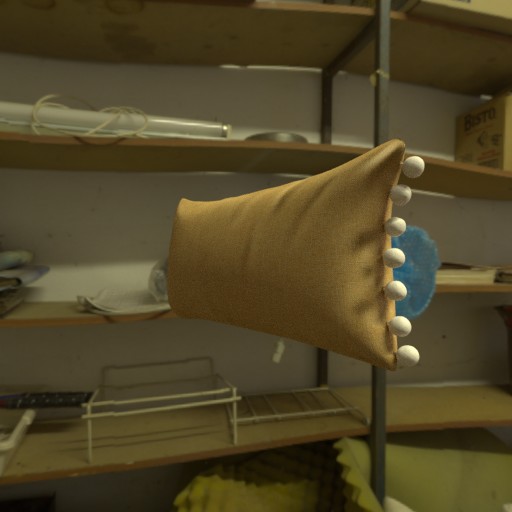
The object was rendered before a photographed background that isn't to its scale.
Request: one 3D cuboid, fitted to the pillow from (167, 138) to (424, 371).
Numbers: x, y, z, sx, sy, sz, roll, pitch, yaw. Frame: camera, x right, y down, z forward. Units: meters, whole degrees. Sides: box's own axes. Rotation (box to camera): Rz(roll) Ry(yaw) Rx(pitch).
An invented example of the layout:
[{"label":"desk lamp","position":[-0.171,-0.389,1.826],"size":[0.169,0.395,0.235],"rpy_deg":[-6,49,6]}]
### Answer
[{"label":"pillow","position":[0.000,0.000,0.867],"size":[0.201,0.322,0.709],"rpy_deg":[0,0,-37]}]
